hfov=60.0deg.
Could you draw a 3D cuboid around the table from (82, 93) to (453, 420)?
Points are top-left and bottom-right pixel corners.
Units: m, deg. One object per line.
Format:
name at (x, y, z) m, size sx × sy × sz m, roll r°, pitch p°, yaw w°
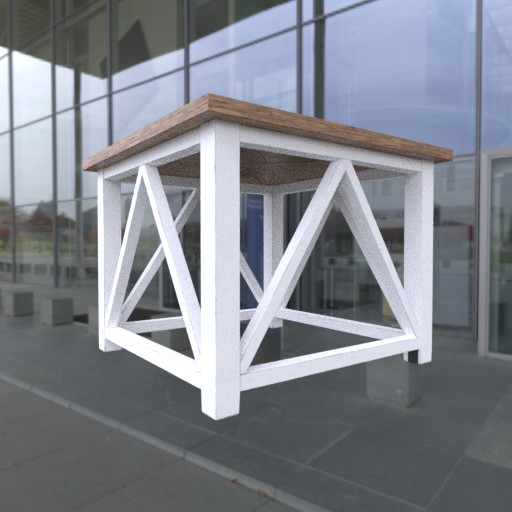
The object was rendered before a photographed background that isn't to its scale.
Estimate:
table at (0.000, 0.000, 1.181) m, size 0.700 × 0.532 × 0.700 m, roll -1°, pitch 2°, yaw -36°
